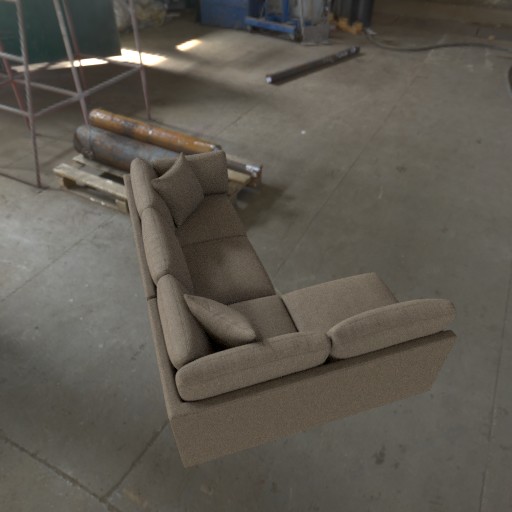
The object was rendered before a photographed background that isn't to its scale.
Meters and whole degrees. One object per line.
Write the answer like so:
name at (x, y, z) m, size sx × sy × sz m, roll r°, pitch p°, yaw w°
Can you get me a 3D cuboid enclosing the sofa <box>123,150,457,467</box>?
sofa at (0.000, 0.000, 3.954) m, size 1.994 × 0.978 × 2.896 m, roll -12°, pitch 42°, yaw -13°
